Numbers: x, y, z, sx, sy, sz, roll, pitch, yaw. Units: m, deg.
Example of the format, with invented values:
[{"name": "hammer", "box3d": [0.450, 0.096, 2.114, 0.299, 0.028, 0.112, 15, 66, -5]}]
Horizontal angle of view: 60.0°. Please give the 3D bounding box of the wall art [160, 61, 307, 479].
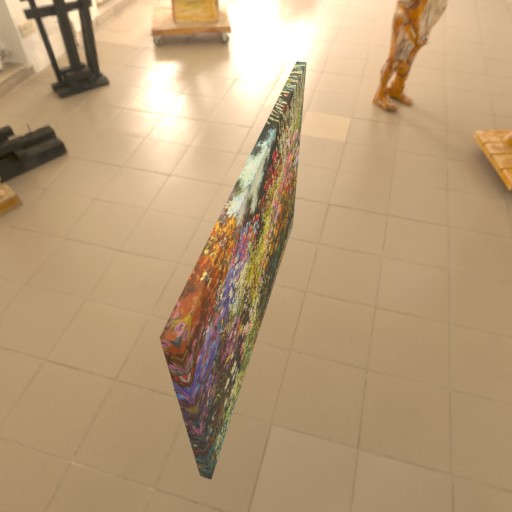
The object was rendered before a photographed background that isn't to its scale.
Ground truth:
[{"name": "wall art", "box3d": [0.000, 0.000, 1.411, 0.042, 0.760, 1.136, 12, 48, 10]}]
